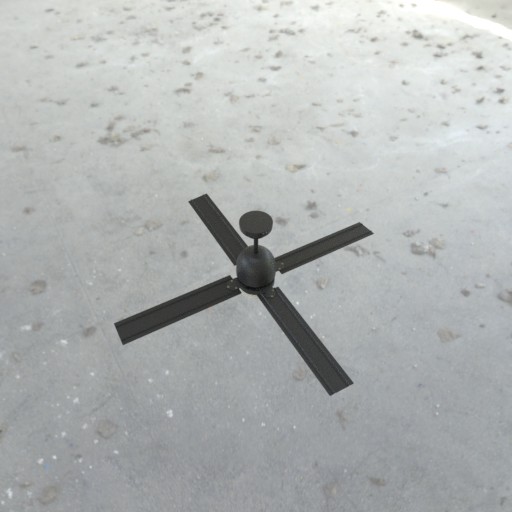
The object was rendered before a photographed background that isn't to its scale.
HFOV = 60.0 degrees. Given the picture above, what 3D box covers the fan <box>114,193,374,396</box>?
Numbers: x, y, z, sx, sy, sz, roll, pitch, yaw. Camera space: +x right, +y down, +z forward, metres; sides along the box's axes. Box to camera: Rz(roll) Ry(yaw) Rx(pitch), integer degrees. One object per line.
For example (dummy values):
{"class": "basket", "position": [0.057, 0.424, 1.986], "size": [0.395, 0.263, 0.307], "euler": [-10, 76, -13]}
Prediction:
{"class": "fan", "position": [0.000, 0.000, 1.973], "size": [1.319, 0.410, 1.319], "euler": [-24, 51, -21]}
